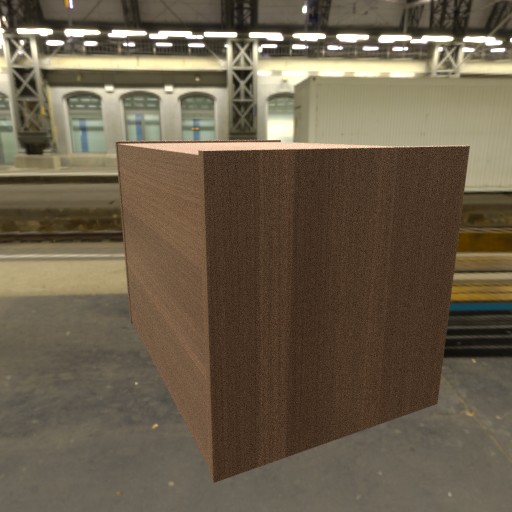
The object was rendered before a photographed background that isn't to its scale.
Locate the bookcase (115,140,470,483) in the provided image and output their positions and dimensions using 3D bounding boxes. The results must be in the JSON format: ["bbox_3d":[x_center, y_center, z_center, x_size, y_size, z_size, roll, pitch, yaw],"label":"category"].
[{"bbox_3d":[0.000,0.000,0.617,0.290,0.305,0.415,-7,17,-25],"label":"bookcase"}]
